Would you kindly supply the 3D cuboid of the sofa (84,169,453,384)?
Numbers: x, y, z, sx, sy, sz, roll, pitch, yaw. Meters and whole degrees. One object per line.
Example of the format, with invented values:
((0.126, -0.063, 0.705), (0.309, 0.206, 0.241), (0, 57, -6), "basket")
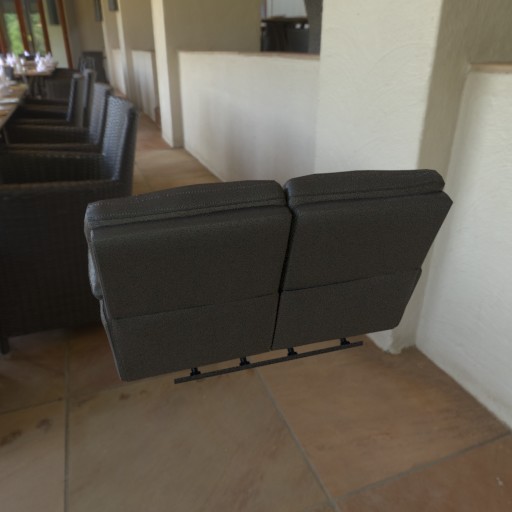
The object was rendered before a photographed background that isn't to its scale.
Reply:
((0.000, 0.000, 2.493), (1.765, 1.111, 1.104), (-8, 26, -16), "sofa")
